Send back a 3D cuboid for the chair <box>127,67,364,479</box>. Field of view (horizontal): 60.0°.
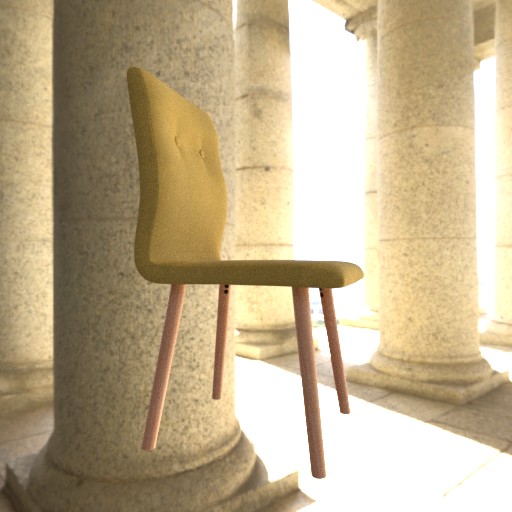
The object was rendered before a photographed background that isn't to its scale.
[{"bbox_3d":[0.000,0.000,1.241,0.550,0.965,0.450,0,0,19],"label":"chair"}]
